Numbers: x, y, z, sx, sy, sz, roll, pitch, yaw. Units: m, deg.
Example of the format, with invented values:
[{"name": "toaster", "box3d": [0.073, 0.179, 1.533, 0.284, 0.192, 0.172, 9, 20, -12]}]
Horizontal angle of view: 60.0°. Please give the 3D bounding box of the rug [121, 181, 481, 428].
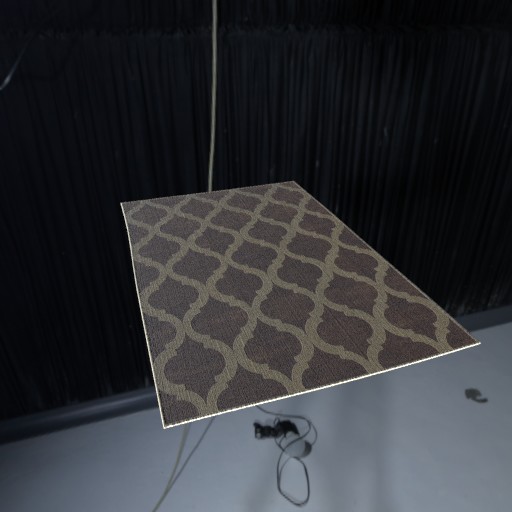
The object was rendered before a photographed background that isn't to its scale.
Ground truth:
[{"name": "rug", "box3d": [0.000, 0.000, 2.839, 1.522, 0.008, 2.284, -10, 32, -16]}]
